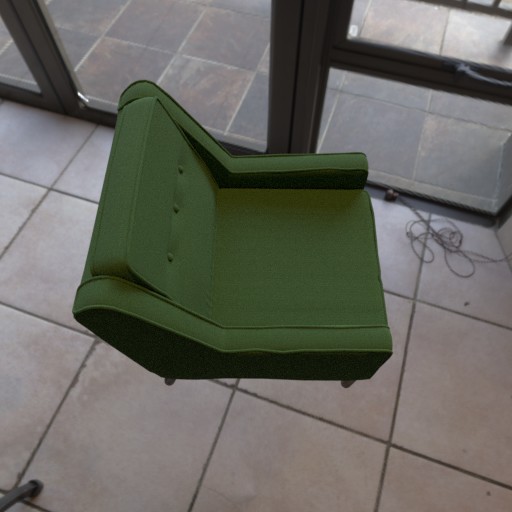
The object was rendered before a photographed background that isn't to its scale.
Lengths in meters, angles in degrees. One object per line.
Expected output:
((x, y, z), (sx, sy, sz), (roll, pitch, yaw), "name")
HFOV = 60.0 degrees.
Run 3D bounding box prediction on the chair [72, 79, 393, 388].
((0.000, 0.000, 1.327), (0.743, 0.792, 0.663), (1, 62, 0), "chair")
